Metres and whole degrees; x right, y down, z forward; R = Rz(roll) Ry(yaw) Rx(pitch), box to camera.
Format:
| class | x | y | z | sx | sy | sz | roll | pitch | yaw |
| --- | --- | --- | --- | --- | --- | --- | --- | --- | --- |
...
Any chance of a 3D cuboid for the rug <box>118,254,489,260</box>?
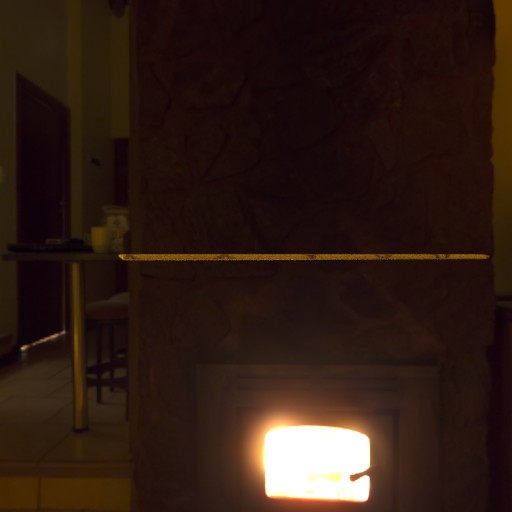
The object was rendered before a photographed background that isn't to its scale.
| class | x | y | z | sx | sy | sz | roll | pitch | yaw |
| --- | --- | --- | --- | --- | --- | --- | --- | --- | --- |
| rug | 0.000 | 0.000 | 4.139 | 2.438 | 0.029 | 3.047 | 0 | 0 | -18 |
